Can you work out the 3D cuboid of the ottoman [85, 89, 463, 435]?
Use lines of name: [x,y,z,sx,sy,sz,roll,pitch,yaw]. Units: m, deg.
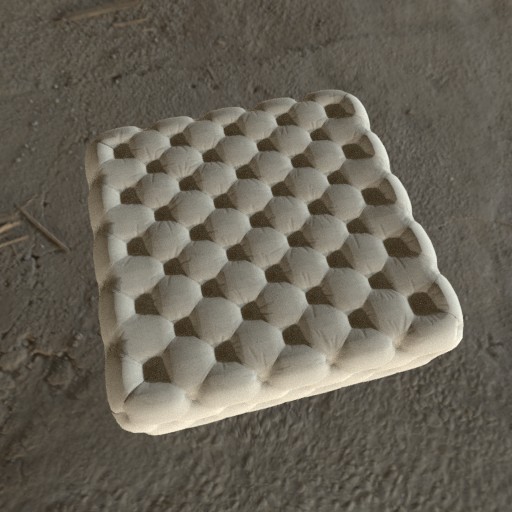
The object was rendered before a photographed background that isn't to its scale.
ottoman: [0.000,0.000,1.171,0.755,0.376,0.753,-13,64,-6]
